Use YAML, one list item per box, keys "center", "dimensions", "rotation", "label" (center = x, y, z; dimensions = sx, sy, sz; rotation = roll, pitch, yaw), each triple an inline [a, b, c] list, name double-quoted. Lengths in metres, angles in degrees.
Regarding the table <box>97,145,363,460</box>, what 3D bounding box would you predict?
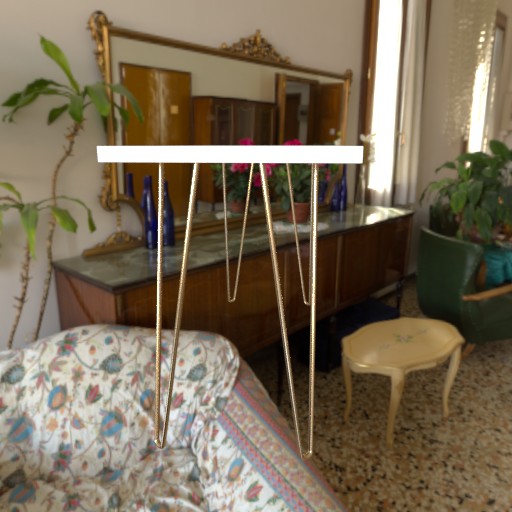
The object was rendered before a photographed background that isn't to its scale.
- center: [0.000, 0.000, 1.368]
  dimensions: [0.498, 0.660, 0.991]
  rotation: [2, 14, 6]
  label: "table"
